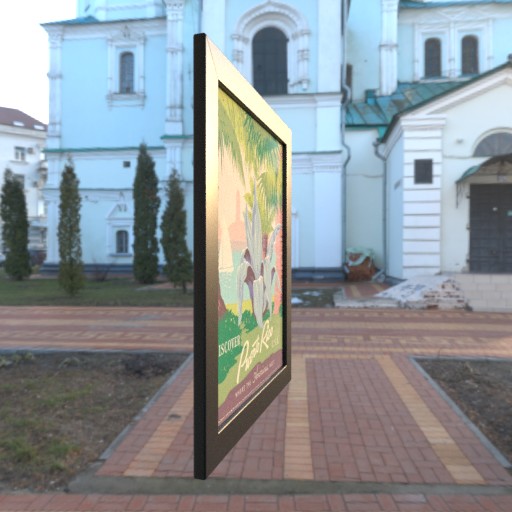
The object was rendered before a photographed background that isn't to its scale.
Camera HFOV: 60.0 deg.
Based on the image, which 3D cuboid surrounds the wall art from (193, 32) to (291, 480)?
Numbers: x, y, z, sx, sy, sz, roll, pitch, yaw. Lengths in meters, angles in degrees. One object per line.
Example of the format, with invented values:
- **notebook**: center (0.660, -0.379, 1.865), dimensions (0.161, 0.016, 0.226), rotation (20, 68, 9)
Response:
- **wall art**: center (0.000, 0.000, 0.806), dimensions (0.018, 0.582, 0.481), rotation (0, 0, 18)
